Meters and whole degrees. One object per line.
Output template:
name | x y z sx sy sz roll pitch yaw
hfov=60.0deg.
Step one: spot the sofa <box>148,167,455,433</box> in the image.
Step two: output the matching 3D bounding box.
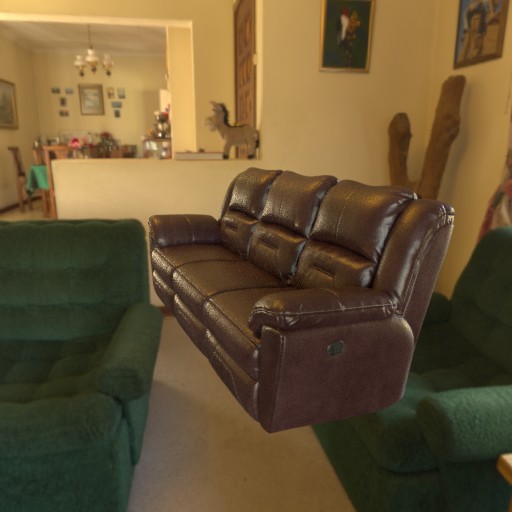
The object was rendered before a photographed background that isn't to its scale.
sofa | 0.000 0.000 2.872 0.991 1.043 2.337 -7 16 -24
